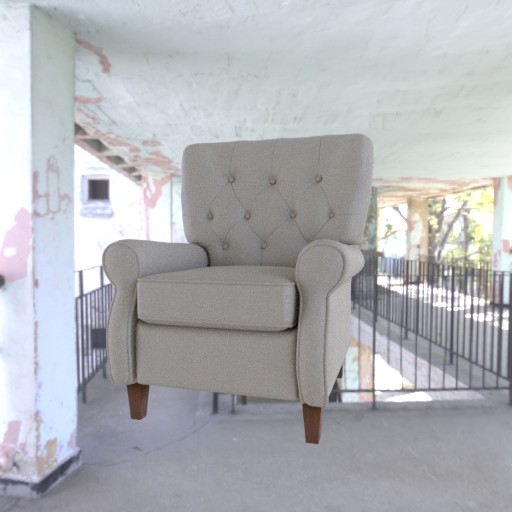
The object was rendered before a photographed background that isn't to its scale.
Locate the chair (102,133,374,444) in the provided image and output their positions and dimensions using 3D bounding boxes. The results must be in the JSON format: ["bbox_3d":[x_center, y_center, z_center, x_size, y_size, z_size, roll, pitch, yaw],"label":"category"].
[{"bbox_3d":[0.000,0.000,1.897,0.943,1.158,1.059,1,2,17],"label":"chair"}]
